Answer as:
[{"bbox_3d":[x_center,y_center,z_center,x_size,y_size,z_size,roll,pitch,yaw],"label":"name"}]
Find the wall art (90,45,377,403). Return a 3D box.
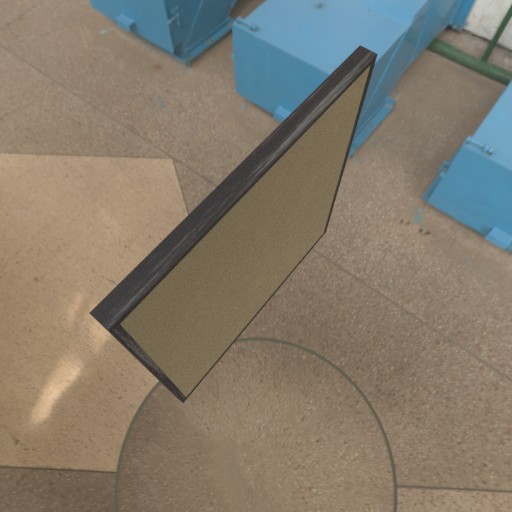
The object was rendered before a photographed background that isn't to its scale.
[{"bbox_3d":[0.000,0.000,1.142,0.043,0.758,0.762,36,69,16],"label":"wall art"}]
